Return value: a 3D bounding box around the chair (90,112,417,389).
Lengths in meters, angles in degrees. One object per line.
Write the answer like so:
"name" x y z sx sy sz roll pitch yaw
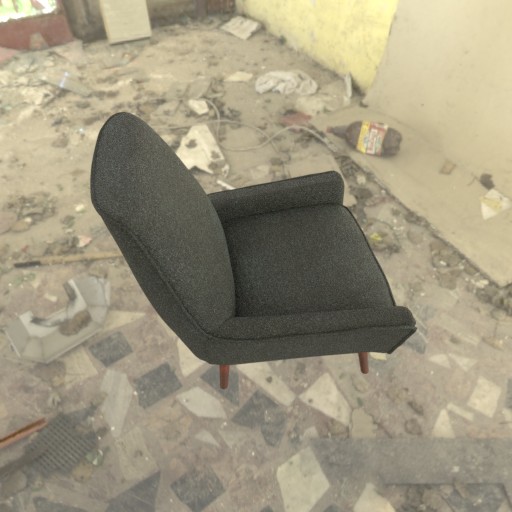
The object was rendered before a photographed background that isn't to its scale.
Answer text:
"chair" 0.000 0.000 1.493 0.859 0.883 0.763 -8 47 -7
